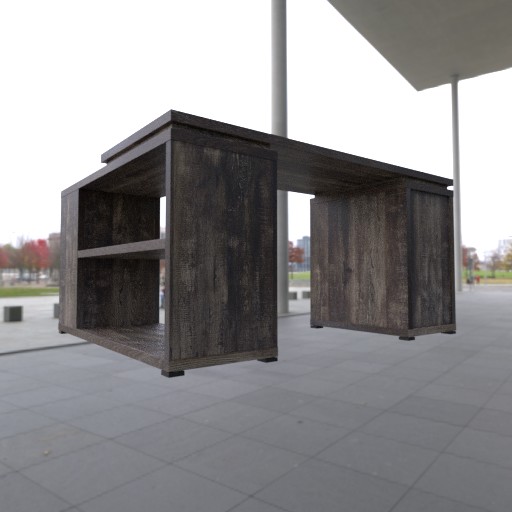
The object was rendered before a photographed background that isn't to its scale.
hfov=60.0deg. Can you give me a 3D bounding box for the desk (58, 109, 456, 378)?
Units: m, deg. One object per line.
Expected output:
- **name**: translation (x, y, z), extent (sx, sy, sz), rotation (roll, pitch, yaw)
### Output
- **desk**: translation (0.000, 0.000, 2.175), extent (1.524, 0.753, 1.200), rotation (2, -3, -37)
